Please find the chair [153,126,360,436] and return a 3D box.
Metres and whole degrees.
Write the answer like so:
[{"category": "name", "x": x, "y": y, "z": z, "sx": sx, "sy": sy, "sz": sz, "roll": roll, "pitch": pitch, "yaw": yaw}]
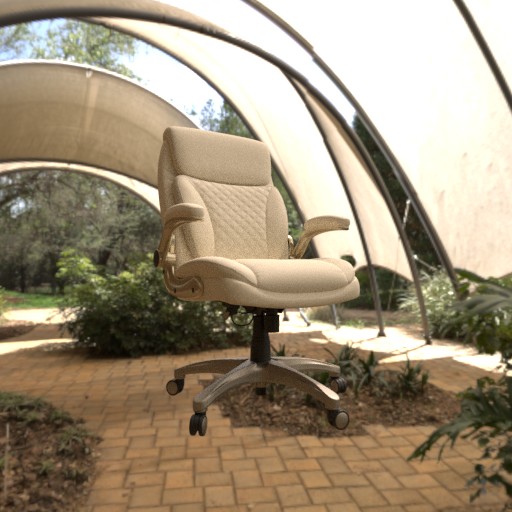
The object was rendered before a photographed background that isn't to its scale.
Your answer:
[{"category": "chair", "x": 0.000, "y": 0.000, "z": 1.691, "sx": 0.740, "sy": 1.110, "sz": 0.794, "roll": 1, "pitch": -1, "yaw": -36}]
